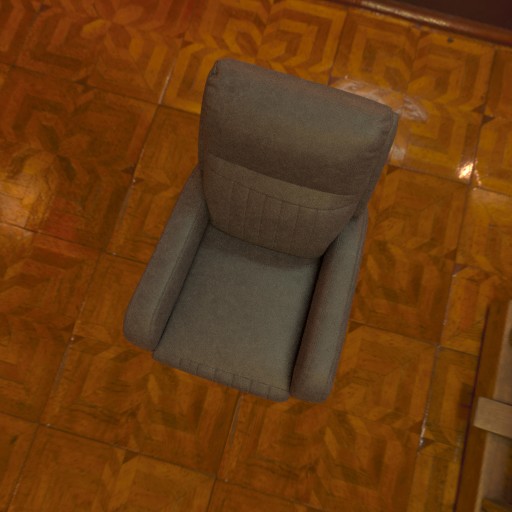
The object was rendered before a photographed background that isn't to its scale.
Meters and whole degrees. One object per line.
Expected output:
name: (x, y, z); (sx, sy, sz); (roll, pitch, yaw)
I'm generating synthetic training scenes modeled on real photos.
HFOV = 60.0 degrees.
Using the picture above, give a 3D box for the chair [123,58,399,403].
chair: (0.000, 0.000, 1.813); (0.865, 1.067, 1.067); (17, 78, 4)
